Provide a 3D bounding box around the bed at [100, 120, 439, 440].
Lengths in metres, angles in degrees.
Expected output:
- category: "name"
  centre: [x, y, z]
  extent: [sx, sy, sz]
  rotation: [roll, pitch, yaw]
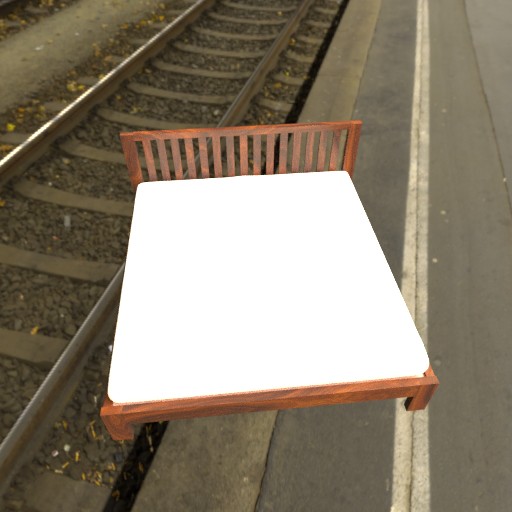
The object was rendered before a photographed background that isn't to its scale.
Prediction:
- category: "bed"
  centre: [0.000, 0.000, 3.102]
  extent: [1.905, 0.890, 2.030]
  rotation: [-4, 45, -4]
